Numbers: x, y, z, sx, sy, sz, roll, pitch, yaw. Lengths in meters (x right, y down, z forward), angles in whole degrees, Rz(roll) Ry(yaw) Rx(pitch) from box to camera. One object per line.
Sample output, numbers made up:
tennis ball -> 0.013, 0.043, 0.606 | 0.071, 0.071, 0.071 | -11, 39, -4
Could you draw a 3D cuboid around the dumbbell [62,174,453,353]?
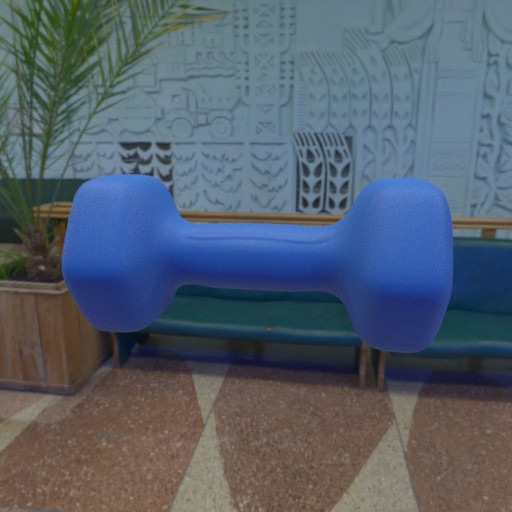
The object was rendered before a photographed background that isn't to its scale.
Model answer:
dumbbell -> 0.000, 0.000, 0.264 | 0.212, 0.093, 0.103 | 3, 15, 10
